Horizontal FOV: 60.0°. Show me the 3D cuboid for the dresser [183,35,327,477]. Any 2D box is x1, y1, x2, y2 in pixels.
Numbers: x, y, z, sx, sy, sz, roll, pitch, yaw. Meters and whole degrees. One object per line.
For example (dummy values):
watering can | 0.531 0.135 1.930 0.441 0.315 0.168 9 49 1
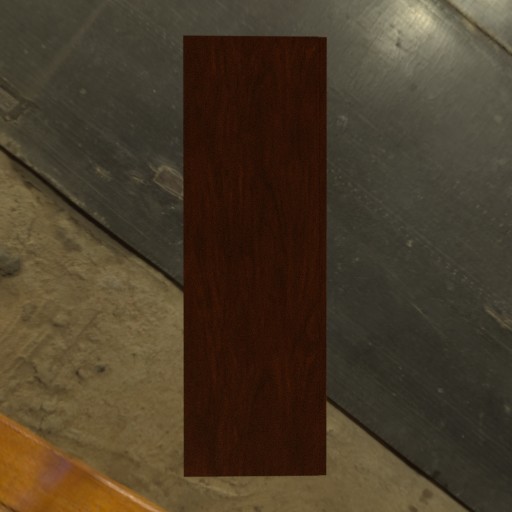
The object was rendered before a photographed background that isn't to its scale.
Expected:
dresser | 0.000 0.000 1.927 0.500 0.889 1.472 0 90 -1
